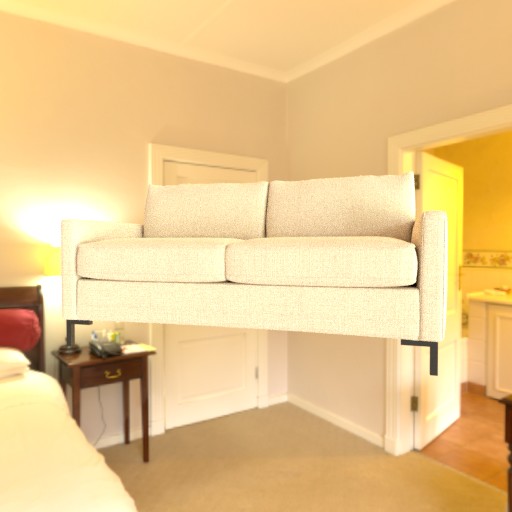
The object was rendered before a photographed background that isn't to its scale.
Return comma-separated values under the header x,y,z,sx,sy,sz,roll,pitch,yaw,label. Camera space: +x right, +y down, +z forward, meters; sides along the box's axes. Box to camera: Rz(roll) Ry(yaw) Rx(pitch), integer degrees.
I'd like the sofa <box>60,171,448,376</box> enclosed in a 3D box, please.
x,y,z,sx,sy,sz,roll,pitch,yaw,label
0.000,0.000,2.137,1.651,0.812,0.839,0,1,18,sofa
